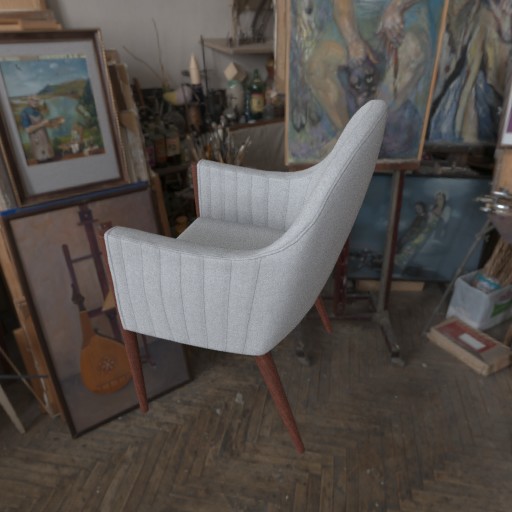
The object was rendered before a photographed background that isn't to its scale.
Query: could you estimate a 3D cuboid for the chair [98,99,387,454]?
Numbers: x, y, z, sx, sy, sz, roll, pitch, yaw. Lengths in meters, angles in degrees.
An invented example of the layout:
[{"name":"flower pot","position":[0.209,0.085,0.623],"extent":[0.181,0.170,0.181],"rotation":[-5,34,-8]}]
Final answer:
[{"name":"chair","position":[0.000,0.000,1.288],"extent":[0.620,0.889,0.610],"rotation":[9,31,14]}]
